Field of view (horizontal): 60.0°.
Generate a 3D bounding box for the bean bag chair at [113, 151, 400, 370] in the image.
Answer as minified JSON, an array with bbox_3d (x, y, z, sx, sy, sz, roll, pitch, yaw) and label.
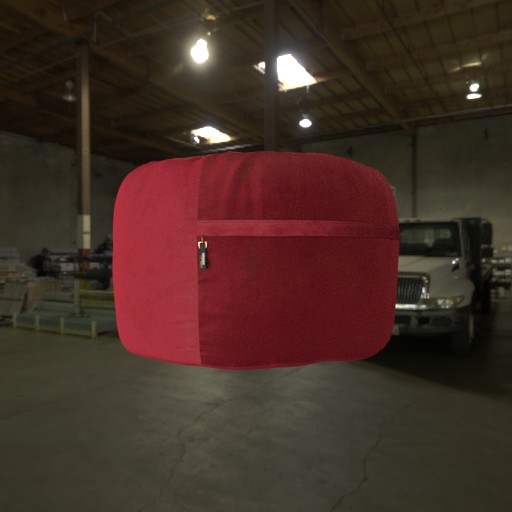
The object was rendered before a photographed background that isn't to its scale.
[{"bbox_3d":[0.000,0.000,1.975,1.219,0.762,1.219,0,0,0],"label":"bean bag chair"}]
